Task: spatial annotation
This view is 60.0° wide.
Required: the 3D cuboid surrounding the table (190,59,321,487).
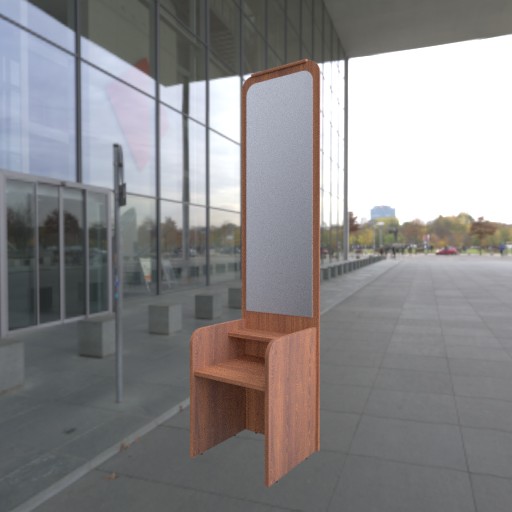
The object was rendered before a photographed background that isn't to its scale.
[{"bbox_3d":[0.000,0.000,2.025,0.450,1.830,0.420,1,2,36],"label":"table"}]
